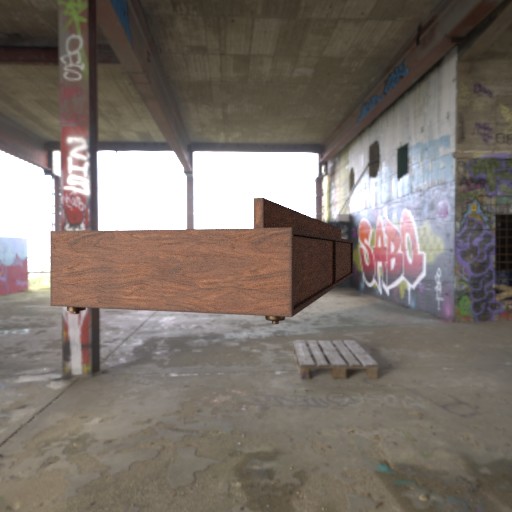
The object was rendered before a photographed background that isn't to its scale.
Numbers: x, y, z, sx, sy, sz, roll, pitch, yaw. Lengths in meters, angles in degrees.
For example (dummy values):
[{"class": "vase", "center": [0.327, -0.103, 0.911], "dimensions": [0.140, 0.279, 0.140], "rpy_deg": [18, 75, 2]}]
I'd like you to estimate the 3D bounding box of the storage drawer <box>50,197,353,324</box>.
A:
[{"class": "storage drawer", "center": [0.000, 0.000, 2.160], "dimensions": [0.774, 0.339, 1.914], "rpy_deg": [0, 1, 17]}]
